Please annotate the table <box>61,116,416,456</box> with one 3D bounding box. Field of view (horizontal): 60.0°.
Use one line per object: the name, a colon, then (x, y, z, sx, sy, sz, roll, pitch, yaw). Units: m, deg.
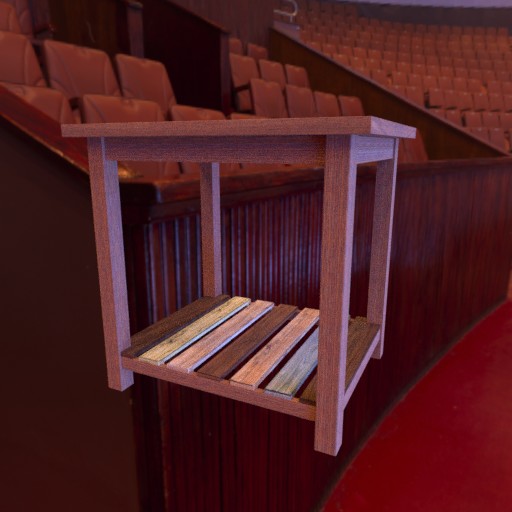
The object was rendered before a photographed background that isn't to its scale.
table: (0.000, 0.000, 1.132, 0.660, 0.635, 0.559, 7, 16, 25)
